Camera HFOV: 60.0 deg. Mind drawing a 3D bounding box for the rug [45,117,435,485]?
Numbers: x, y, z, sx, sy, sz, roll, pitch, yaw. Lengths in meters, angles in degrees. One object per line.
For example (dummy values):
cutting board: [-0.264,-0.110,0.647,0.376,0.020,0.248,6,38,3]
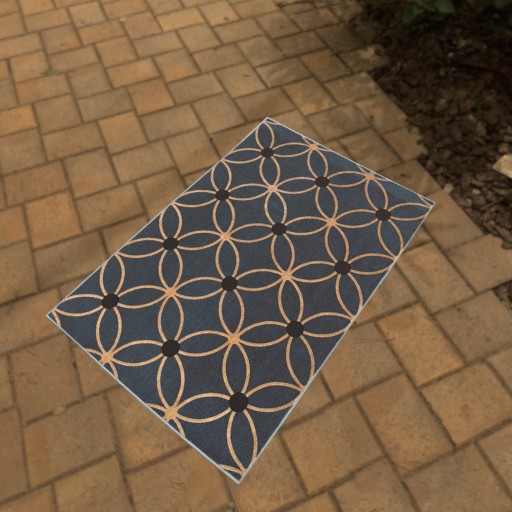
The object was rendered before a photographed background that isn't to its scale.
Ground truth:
rug: [0.000,0.000,2.944,1.522,0.008,2.284,33,63,19]
